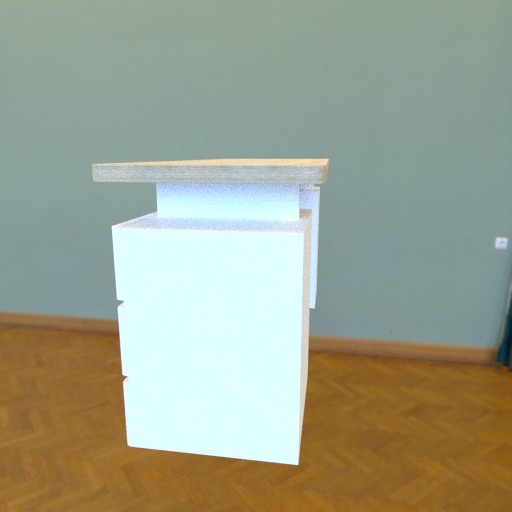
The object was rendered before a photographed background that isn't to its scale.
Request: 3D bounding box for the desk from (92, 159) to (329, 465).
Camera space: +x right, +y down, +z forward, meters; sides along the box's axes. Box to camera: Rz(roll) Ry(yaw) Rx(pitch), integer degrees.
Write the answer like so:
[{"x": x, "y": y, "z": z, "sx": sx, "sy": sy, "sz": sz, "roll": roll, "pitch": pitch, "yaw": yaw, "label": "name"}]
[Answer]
[{"x": 0.000, "y": 0.000, "z": 1.794, "sx": 0.550, "sy": 0.755, "sz": 1.500, "roll": 2, "pitch": 13, "yaw": 9, "label": "desk"}]
